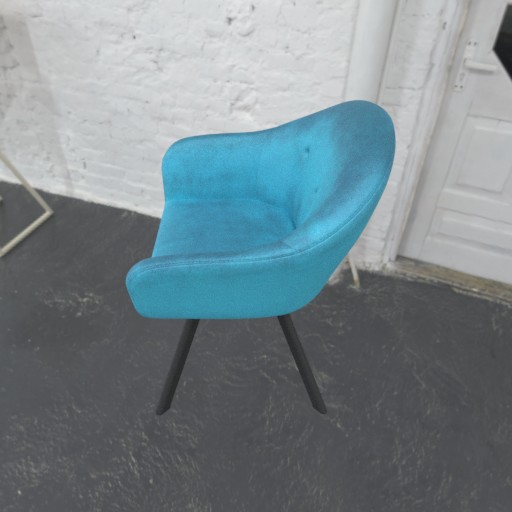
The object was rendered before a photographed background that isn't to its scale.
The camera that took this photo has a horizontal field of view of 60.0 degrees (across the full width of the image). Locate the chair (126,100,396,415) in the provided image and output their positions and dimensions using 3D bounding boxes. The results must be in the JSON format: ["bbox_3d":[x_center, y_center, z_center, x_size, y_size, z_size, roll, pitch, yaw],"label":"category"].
[{"bbox_3d":[0.000,0.000,1.164,0.570,0.780,0.540,0,41,0],"label":"chair"}]
